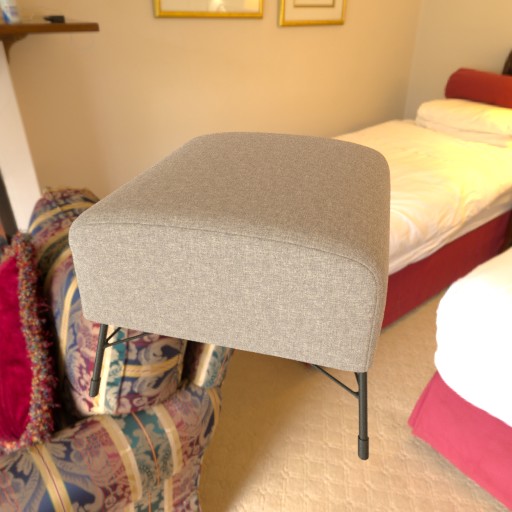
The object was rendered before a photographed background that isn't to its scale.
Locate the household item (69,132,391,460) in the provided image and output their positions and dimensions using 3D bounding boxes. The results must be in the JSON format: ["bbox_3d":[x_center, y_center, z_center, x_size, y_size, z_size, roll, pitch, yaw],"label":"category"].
[{"bbox_3d":[0.000,0.000,0.913,0.530,0.410,0.530,8,31,13],"label":"household item"}]
